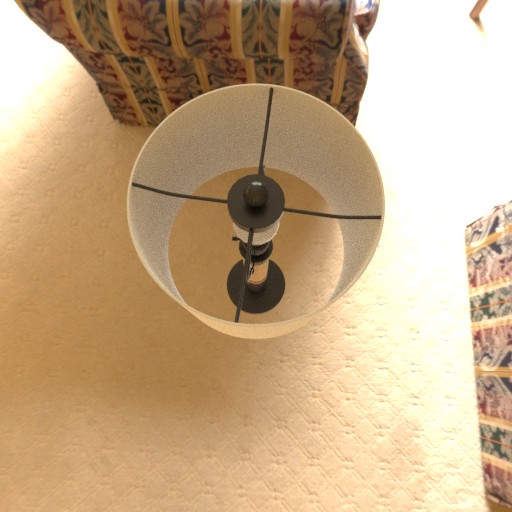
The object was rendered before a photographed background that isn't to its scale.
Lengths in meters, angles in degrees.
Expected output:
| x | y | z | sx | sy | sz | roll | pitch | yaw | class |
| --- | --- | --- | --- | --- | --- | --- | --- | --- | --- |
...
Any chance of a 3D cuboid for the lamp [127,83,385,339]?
| x | y | z | sx | sy | sz | roll | pitch | yaw | class |
| --- | --- | --- | --- | --- | --- | --- | --- | --- | --- |
| 0.000 | 0.000 | 0.810 | 0.305 | 0.640 | 0.305 | -33 | 79 | -8 | lamp |
